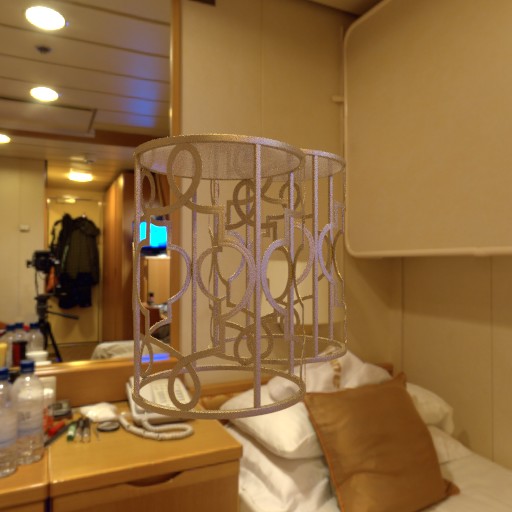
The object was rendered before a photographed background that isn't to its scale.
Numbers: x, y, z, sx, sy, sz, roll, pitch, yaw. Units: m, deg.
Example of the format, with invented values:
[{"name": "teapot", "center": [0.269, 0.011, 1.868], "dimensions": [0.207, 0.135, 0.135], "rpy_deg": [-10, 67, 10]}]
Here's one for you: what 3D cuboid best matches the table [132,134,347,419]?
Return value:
[{"name": "table", "center": [0.000, 0.000, 1.162], "dimensions": [0.420, 0.564, 0.846], "rpy_deg": [0, -1, 18]}]
